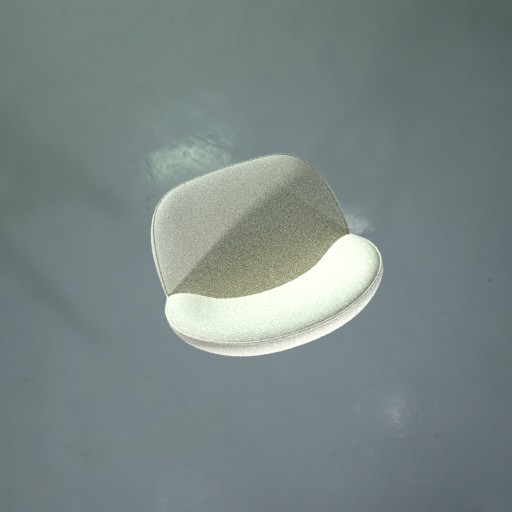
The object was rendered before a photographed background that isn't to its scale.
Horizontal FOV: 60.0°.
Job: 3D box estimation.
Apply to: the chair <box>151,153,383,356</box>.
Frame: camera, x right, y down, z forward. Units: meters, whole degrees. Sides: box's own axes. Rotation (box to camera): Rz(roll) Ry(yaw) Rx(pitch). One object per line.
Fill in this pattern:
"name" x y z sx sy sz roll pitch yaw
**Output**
"chair" 0.000 0.000 1.227 0.532 0.838 0.540 -19 77 -5
